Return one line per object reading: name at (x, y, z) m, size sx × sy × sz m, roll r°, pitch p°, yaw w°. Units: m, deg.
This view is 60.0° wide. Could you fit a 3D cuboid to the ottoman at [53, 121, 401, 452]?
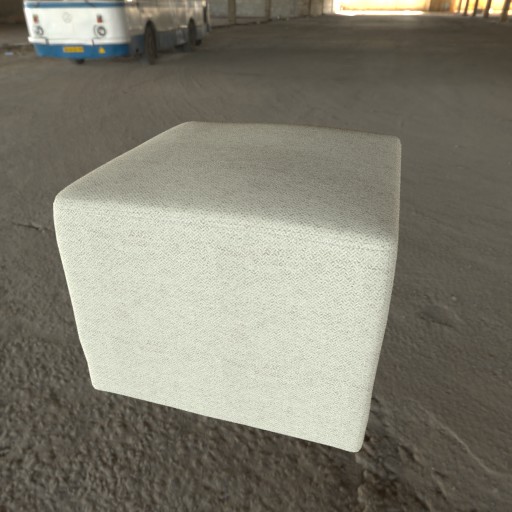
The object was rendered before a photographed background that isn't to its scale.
ottoman at (0.000, 0.000, 0.897) m, size 0.512 × 0.453 × 0.521 m, roll 8°, pitch 31°, yaw 14°
